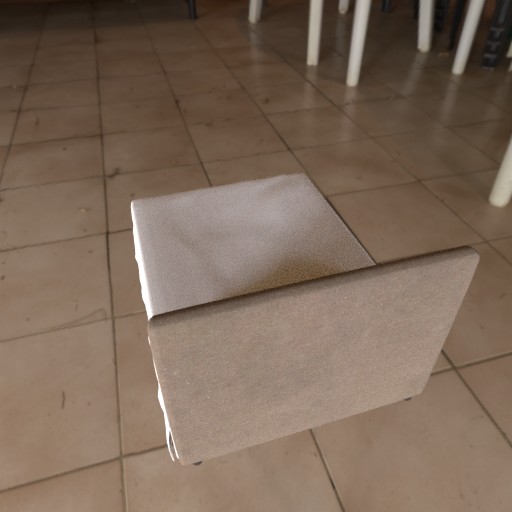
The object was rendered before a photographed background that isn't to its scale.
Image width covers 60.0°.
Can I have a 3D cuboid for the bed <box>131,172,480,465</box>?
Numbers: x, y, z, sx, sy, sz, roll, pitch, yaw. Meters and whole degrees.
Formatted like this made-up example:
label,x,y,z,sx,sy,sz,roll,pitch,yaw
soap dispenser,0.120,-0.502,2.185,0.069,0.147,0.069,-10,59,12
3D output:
label,x,y,z,sx,sy,sz,roll,pitch,yaw
bed,0.000,0.000,3.185,1.723,1.330,2.142,-12,42,-13
